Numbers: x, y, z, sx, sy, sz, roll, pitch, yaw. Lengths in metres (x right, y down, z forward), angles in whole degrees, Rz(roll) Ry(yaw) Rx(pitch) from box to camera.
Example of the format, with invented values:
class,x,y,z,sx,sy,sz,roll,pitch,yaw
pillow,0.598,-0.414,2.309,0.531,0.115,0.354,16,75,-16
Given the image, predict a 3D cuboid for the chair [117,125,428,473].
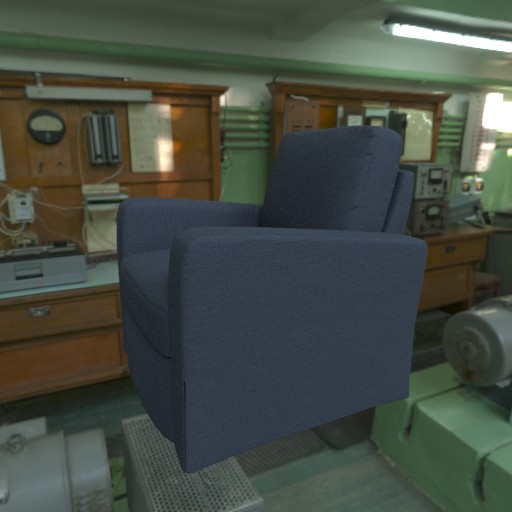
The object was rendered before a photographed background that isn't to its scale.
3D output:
class,x,y,z,sx,sy,sz,roll,pitch,yaw
chair,0.000,0.000,1.510,0.863,0.855,0.798,-7,16,-26
